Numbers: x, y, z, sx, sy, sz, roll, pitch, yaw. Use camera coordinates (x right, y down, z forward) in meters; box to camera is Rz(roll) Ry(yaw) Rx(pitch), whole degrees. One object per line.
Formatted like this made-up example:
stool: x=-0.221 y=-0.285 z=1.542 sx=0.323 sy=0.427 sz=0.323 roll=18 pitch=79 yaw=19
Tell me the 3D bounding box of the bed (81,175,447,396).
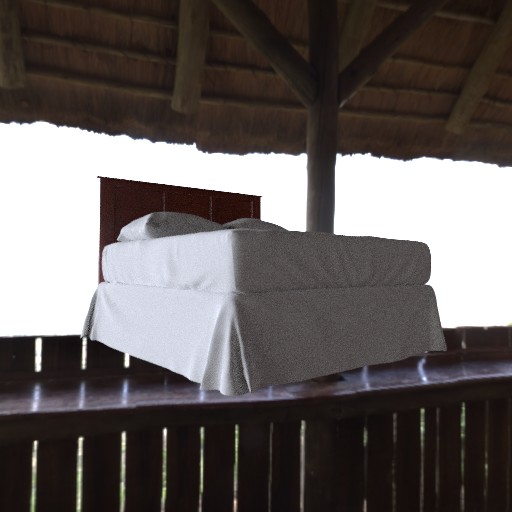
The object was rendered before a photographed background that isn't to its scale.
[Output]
bed: x=0.000 y=0.000 z=3.167 sx=1.870 sy=1.270 sz=2.050 roll=1 pitch=-2 yaw=-37
